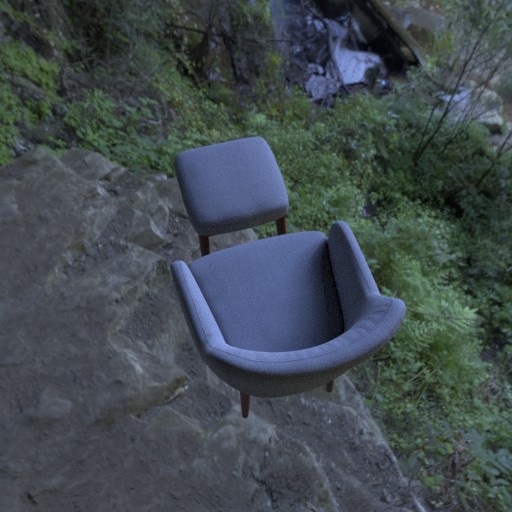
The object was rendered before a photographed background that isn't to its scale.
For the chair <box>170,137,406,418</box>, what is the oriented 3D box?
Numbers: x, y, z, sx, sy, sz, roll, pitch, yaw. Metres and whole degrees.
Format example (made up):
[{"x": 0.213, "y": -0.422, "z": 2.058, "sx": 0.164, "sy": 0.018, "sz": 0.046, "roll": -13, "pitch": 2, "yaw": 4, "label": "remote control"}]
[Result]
[{"x": 0.000, "y": 0.000, "z": 1.560, "sx": 0.584, "sy": 0.799, "sz": 1.107, "roll": -14, "pitch": 60, "yaw": -8, "label": "chair"}]
